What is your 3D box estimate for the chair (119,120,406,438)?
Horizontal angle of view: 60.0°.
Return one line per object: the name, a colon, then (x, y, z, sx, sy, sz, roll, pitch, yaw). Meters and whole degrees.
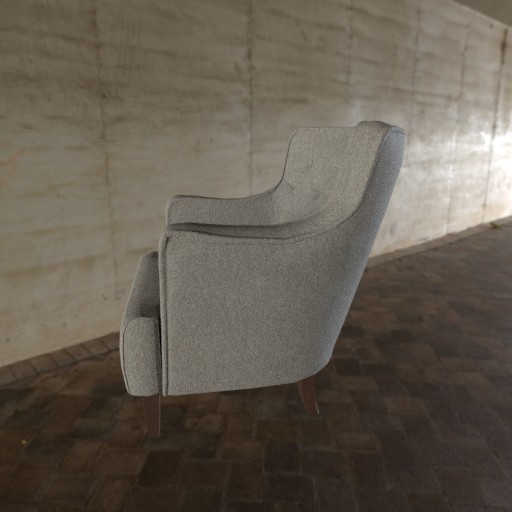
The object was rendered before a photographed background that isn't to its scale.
chair: (0.000, 0.000, 1.588, 0.910, 0.920, 0.820, -2, 15, -9)
